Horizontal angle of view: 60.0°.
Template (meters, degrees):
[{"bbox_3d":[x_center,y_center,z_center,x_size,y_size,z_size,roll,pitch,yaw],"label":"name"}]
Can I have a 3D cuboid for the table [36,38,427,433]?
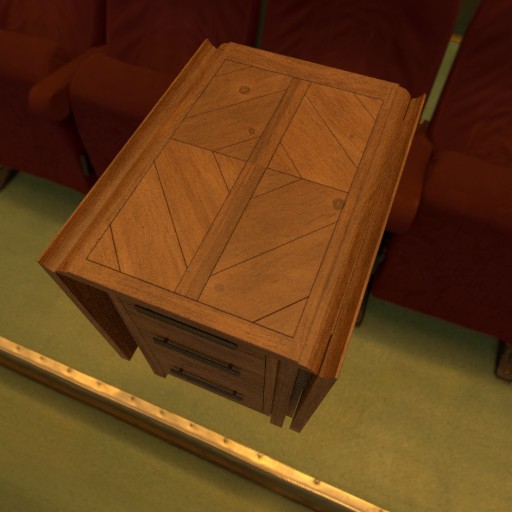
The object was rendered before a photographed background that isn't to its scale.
[{"bbox_3d":[0.000,0.000,1.275,0.591,0.763,0.746,19,61,11],"label":"table"}]
